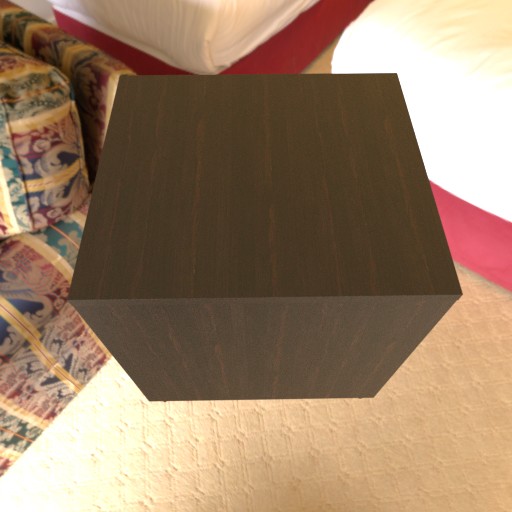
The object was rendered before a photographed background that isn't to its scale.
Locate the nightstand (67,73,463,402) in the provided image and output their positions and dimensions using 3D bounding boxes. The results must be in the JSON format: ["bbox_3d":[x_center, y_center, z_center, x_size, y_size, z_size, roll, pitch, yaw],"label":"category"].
[{"bbox_3d":[0.000,0.000,0.799,0.461,0.460,0.400,-1,58,0],"label":"nightstand"}]
